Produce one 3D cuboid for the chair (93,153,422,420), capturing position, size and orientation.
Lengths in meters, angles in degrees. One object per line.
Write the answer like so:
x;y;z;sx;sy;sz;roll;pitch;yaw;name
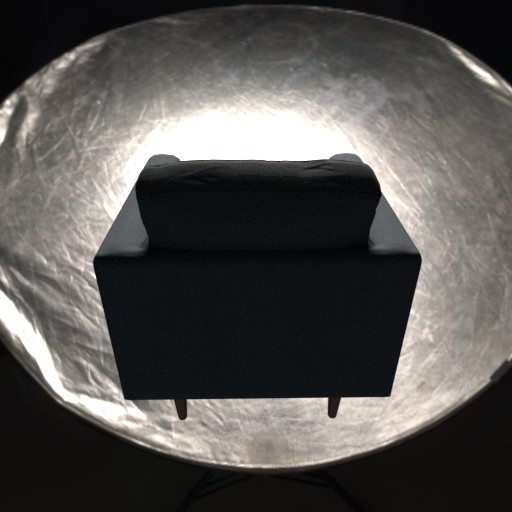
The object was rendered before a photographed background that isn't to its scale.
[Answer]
0.000;0.000;1.577;0.855;0.922;0.820;0;33;-1;chair
